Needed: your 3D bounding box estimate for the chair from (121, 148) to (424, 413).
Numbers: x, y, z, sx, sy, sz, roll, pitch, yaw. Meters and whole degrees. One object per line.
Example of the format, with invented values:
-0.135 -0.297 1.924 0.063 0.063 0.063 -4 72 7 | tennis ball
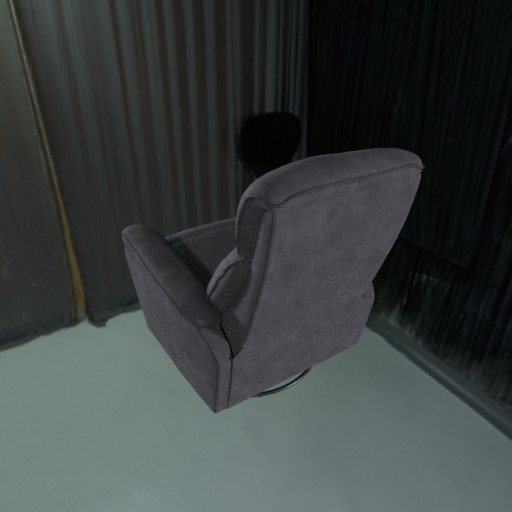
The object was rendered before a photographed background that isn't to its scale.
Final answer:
0.000 0.000 1.765 0.830 1.035 1.009 -18 34 -28 | chair
